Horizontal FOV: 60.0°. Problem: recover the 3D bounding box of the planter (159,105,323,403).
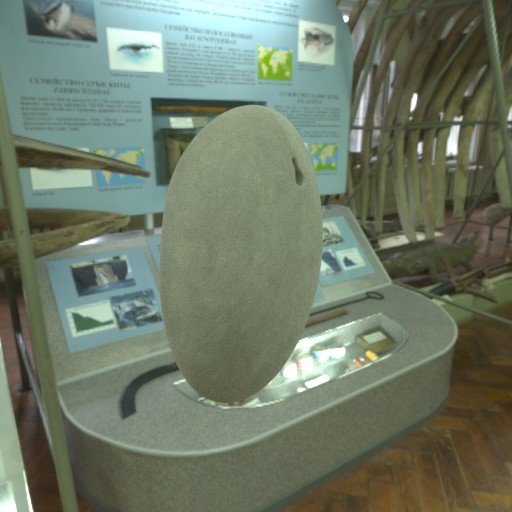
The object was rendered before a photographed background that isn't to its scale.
[{"bbox_3d":[0.000,0.000,0.291,0.071,0.188,0.185,8,19,24],"label":"planter"}]
